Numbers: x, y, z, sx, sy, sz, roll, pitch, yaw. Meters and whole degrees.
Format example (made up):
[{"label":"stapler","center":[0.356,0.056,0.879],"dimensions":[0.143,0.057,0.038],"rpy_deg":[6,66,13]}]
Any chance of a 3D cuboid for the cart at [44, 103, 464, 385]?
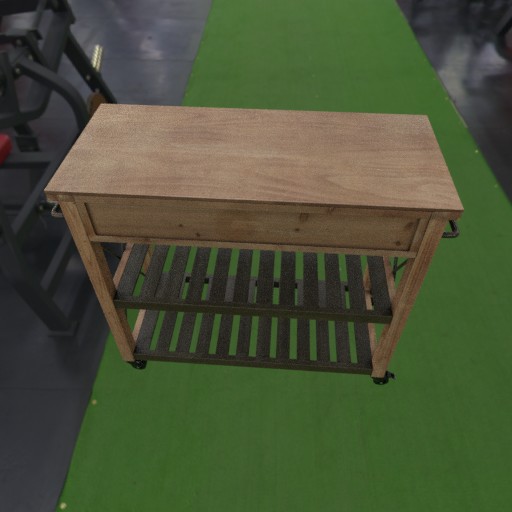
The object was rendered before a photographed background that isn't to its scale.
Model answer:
[{"label":"cart","center":[0.000,0.000,0.980],"dimensions":[0.686,0.554,0.298],"rpy_deg":[3,46,3]}]
